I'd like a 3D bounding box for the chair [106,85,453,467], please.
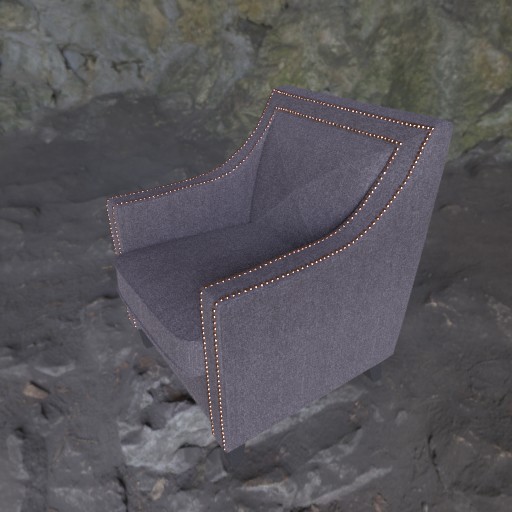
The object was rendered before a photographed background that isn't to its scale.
[{"bbox_3d":[0.000,0.000,1.553,0.884,0.967,0.776,-19,35,-30],"label":"chair"}]
